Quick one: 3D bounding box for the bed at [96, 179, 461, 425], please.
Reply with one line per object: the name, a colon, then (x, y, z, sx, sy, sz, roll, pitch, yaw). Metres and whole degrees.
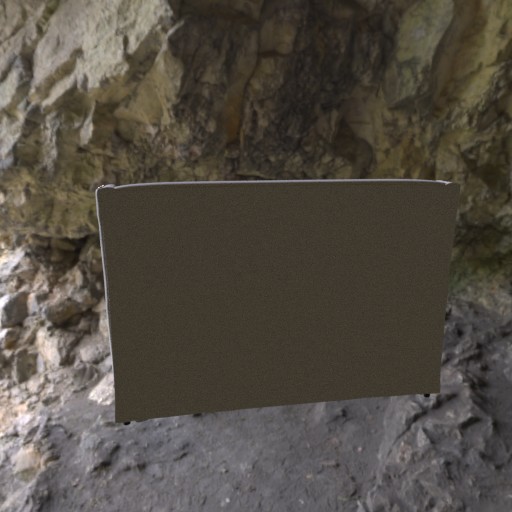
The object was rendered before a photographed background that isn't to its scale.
bed: (0.000, 0.000, 3.479, 1.925, 1.332, 2.276, -2, 14, -9)
